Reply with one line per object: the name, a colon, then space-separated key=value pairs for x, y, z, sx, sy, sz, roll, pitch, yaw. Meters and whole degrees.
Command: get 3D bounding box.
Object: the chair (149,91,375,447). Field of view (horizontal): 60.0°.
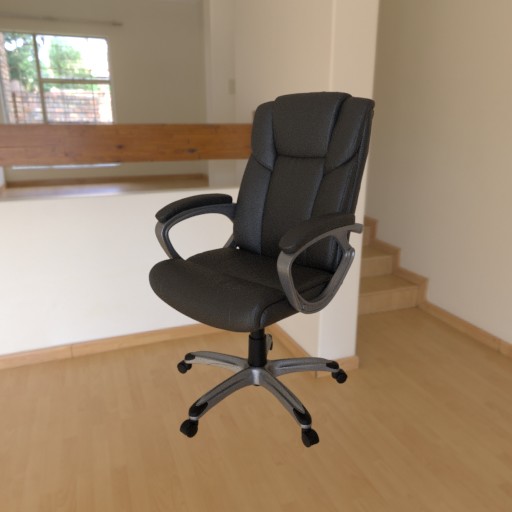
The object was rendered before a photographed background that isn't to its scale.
chair: x=0.000 y=0.000 z=1.586 sx=0.721 sy=1.130 sz=0.719 roll=16 pitch=23 yaw=42
